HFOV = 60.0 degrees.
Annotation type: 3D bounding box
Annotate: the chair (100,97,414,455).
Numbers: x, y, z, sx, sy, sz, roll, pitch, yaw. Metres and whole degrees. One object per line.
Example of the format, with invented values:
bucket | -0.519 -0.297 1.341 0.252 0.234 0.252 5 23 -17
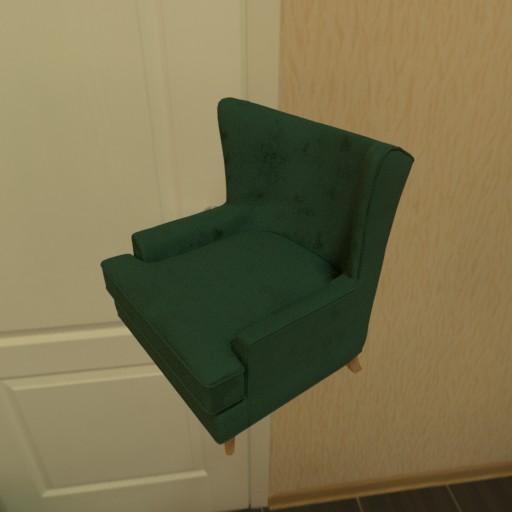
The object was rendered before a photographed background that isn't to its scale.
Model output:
chair | 0.000 0.000 1.613 0.910 0.952 0.793 -22 38 -31
